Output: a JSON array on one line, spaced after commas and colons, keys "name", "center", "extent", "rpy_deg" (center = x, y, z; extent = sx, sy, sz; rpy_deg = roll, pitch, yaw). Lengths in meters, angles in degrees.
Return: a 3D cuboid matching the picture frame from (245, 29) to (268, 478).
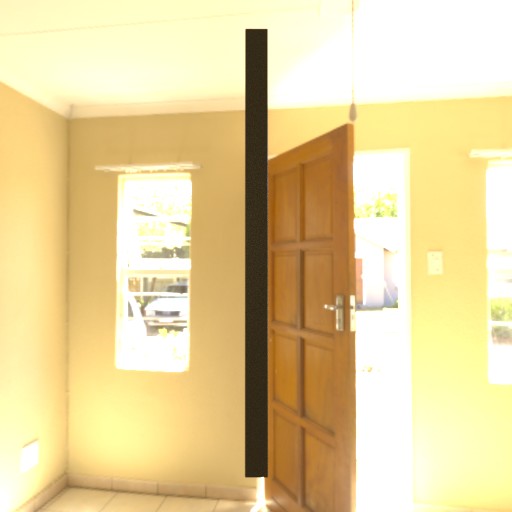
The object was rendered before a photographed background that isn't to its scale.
[{"name": "picture frame", "center": [0.000, 0.000, 0.829], "extent": [0.029, 0.557, 0.559], "rpy_deg": [0, -1, 0]}]
